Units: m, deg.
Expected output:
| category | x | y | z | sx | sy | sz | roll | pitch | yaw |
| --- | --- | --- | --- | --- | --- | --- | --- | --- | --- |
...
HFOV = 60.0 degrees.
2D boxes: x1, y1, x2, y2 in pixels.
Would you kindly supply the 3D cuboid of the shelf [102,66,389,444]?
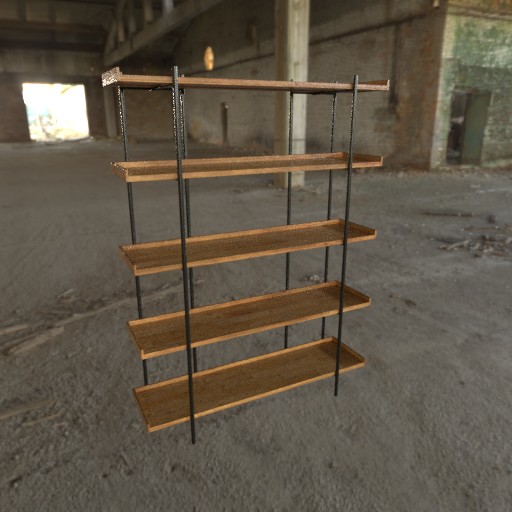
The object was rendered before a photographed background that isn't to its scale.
| category | x | y | z | sx | sy | sz | roll | pitch | yaw |
| --- | --- | --- | --- | --- | --- | --- | --- | --- | --- |
| shelf | 0.000 | 0.000 | 2.400 | 1.371 | 1.826 | 0.379 | -9 | 19 | -26 |
